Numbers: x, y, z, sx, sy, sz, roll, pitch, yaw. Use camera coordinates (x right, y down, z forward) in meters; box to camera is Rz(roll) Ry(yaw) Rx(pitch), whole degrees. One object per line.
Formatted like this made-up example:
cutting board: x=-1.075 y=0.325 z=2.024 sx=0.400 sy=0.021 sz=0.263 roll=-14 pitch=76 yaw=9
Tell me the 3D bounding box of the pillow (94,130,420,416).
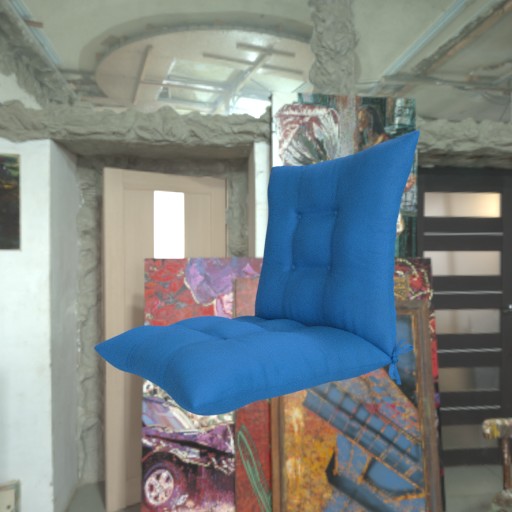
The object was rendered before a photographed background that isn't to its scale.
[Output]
pillow: x=0.000 y=0.000 z=1.002 sx=0.585 sy=0.536 sz=0.541 roll=0 pitch=1 yaw=-36
